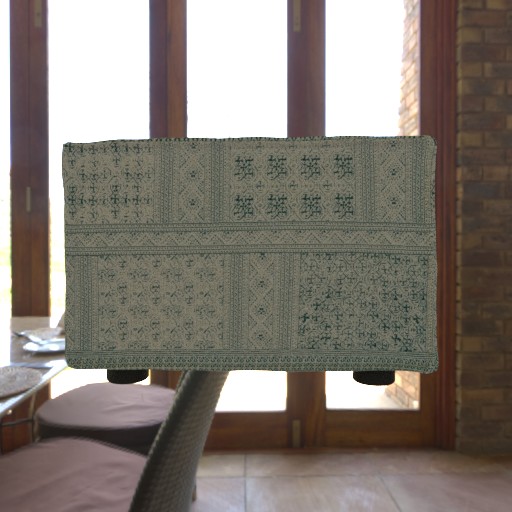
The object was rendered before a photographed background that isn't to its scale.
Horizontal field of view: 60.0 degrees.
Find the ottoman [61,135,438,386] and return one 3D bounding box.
[{"bbox_3d":[0.000,0.000,1.016,0.626,0.439,0.617,0,0,1],"label":"ottoman"}]
